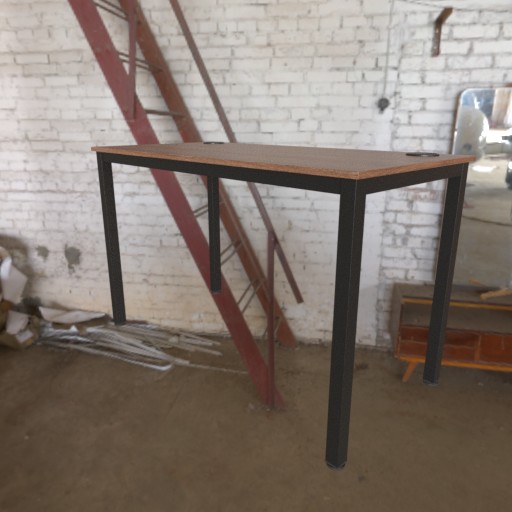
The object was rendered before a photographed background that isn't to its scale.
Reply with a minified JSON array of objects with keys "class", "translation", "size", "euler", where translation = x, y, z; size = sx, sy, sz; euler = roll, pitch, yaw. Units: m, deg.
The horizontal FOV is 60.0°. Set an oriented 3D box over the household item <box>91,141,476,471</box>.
[{"class":"household item","translation":[0.000,0.000,1.594],"size":[0.600,0.750,1.200],"euler":[-16,23,-42]}]
